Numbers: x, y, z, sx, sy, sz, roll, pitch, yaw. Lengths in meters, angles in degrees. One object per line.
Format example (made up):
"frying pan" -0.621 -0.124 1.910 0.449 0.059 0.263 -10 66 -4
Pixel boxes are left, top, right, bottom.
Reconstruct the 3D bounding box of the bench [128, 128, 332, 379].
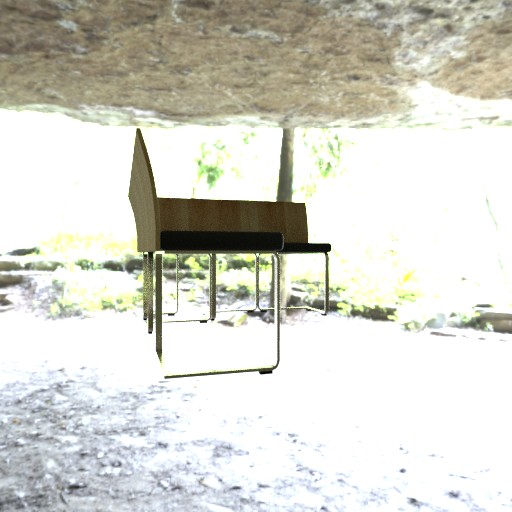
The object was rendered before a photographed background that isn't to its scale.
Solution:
"bench" 0.000 0.000 2.739 1.495 0.930 1.945 0 0 -17
